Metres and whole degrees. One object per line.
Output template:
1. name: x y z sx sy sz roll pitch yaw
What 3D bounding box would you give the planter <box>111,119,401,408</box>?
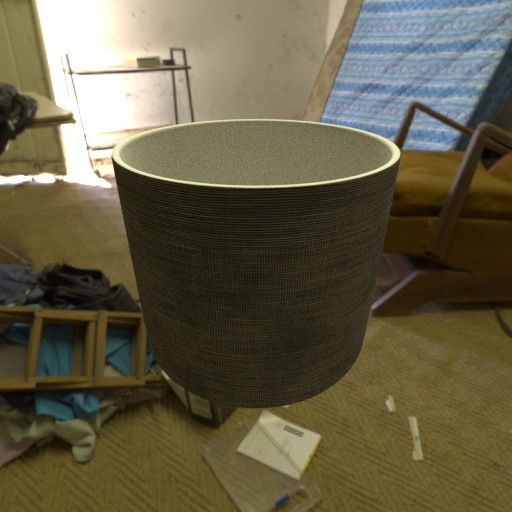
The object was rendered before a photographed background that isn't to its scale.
1. planter: 0.000 0.000 0.790 0.440 0.398 0.440 0 27 0
